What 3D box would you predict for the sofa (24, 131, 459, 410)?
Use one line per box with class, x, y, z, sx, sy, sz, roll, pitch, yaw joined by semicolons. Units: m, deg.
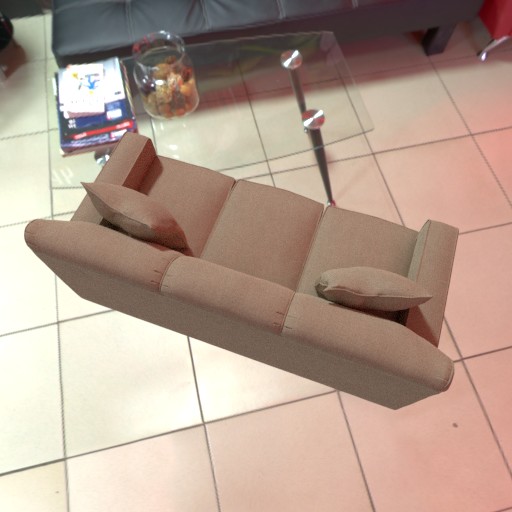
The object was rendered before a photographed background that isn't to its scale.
sofa;0.000;0.000;2.497;2.024;0.958;0.997;18;66;8
